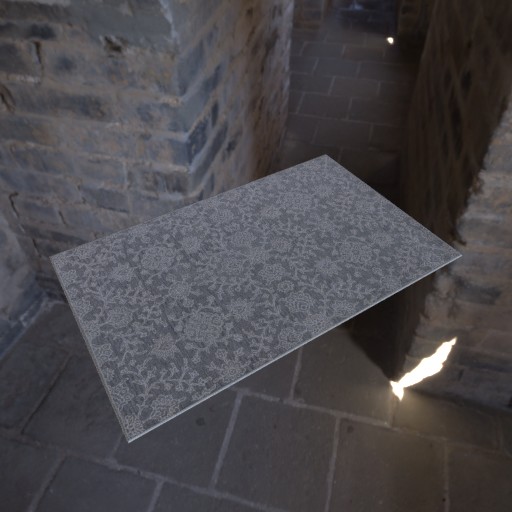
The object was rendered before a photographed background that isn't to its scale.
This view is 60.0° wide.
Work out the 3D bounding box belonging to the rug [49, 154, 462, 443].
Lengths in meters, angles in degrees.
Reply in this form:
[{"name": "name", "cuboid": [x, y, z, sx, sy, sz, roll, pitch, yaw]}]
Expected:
[{"name": "rug", "cuboid": [0.000, 0.000, 3.074, 2.430, 0.010, 1.515, -24, 50, -22]}]
